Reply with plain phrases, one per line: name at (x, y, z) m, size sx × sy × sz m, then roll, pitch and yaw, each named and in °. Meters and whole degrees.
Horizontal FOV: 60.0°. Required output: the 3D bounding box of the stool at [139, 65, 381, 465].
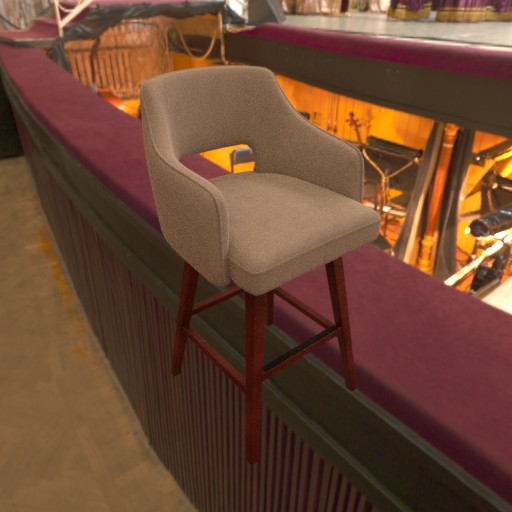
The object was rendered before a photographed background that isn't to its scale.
stool at (0.000, 0.000, 1.353) m, size 0.548 × 1.012 × 0.558 m, roll -23°, pitch 38°, yaw -33°
